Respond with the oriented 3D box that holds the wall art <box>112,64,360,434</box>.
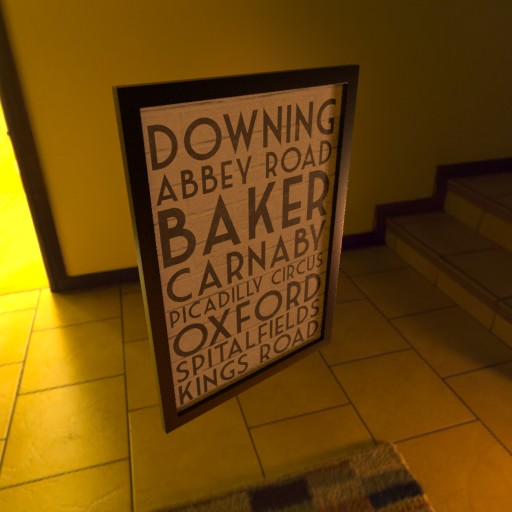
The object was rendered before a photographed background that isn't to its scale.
[{"bbox_3d":[0.000,0.000,0.564,0.304,0.432,0.013,-20,35,-32],"label":"wall art"}]
